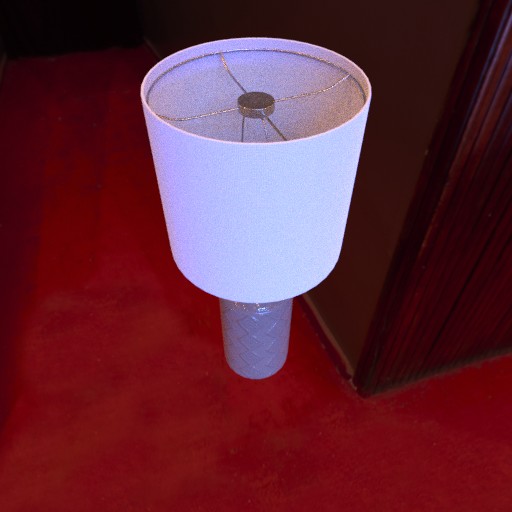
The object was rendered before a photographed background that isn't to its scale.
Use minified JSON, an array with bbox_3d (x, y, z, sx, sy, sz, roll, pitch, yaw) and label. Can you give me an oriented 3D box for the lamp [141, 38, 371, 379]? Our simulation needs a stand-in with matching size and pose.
[{"bbox_3d":[0.000,0.000,0.569,0.207,0.461,0.207,-17,49,-15],"label":"lamp"}]
